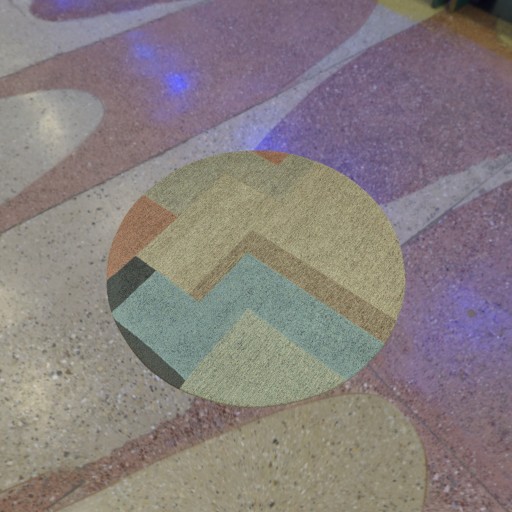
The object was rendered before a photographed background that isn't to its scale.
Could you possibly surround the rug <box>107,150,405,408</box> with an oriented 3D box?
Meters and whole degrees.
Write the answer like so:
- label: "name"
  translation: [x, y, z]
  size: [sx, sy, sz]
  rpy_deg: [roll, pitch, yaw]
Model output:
- label: "rug"
  translation: [0.000, 0.000, 3.702]
  size: [2.461, 0.033, 2.461]
  rpy_deg: [0, 58, 0]
